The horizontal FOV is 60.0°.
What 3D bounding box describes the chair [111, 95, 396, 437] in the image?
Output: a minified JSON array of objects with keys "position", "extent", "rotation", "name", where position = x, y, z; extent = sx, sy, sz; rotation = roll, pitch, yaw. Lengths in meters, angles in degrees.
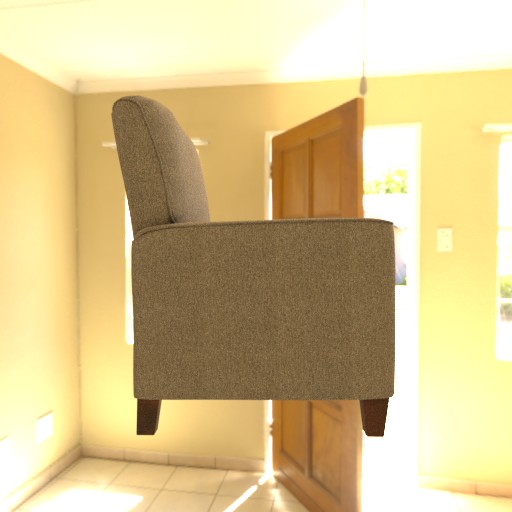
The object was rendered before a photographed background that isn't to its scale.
[{"position":[0.000,0.000,1.642],"extent":[0.858,1.028,0.841],"rotation":[0,1,1],"name":"chair"}]
